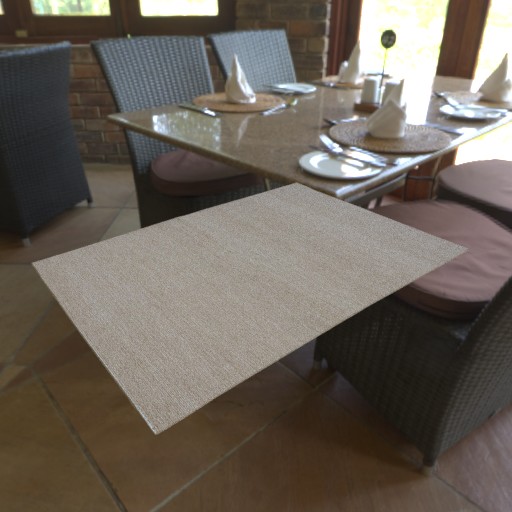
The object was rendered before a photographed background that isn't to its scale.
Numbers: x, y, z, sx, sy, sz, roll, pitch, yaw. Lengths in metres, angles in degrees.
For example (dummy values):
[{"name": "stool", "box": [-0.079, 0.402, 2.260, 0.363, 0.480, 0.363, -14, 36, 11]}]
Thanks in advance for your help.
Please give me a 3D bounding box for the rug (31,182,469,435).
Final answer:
[{"name": "rug", "box": [0.000, 0.000, 3.537, 2.869, 0.038, 2.032, -22, 36, -33]}]
